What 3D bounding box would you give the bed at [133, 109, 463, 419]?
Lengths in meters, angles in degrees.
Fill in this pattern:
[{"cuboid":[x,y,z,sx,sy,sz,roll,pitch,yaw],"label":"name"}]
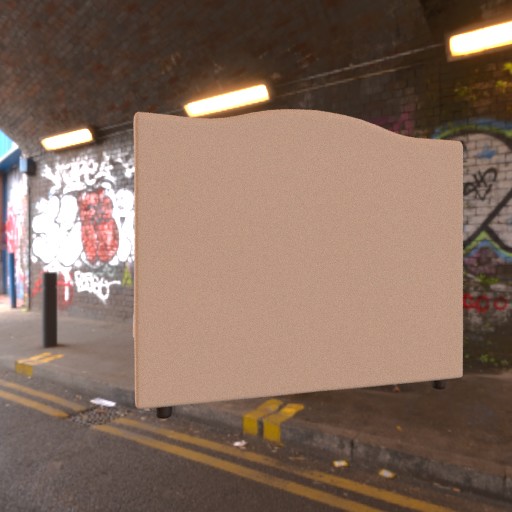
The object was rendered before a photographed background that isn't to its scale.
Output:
[{"cuboid":[0.000,0.000,3.195,1.753,1.460,2.143,0,0,-17],"label":"bed"}]
